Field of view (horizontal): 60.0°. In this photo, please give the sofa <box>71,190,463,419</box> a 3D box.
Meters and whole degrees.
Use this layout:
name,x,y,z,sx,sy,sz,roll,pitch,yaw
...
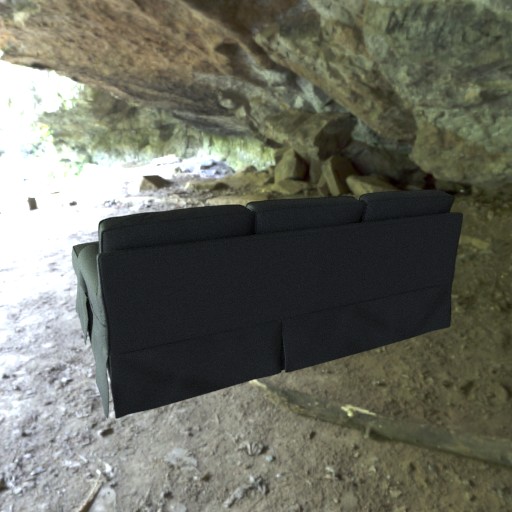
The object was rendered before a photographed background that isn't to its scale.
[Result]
name,x,y,z,sx,sy,sz,roll,pitch,yaw
sofa,0.000,0.000,3.337,2.518,1.039,1.637,-8,17,-26
